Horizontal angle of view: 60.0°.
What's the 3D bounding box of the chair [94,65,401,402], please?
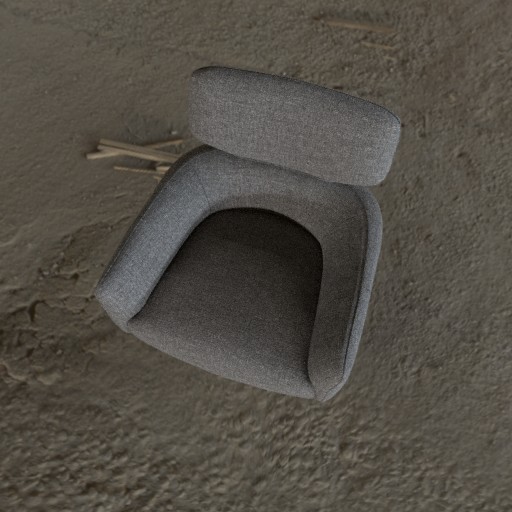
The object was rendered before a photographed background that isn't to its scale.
[{"bbox_3d":[0.000,0.000,1.364,0.706,0.812,0.715,17,62,10],"label":"chair"}]
